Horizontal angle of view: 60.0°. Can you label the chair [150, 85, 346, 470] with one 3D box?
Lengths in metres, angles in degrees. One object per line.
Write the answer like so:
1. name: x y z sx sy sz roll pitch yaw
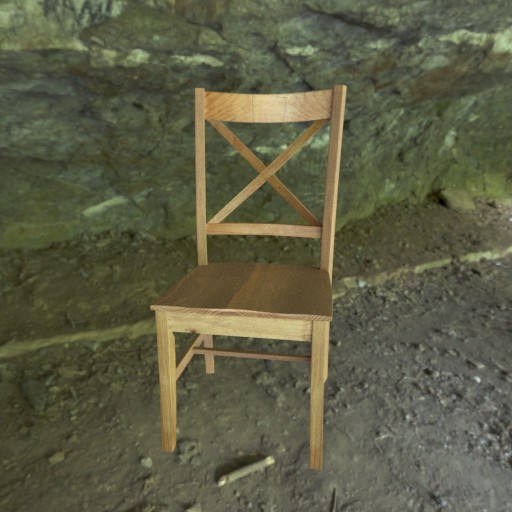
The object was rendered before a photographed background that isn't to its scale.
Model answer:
1. chair: 0.000 0.000 1.298 0.485 0.983 0.542 2 14 9
